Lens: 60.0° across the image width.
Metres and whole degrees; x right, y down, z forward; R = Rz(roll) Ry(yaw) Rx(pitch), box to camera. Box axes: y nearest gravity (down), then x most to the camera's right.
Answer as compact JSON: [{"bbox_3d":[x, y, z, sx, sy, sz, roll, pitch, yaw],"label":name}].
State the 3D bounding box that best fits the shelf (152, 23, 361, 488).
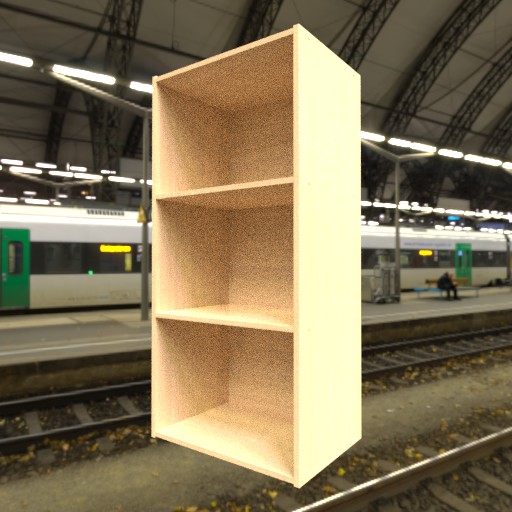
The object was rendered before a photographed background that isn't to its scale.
[{"bbox_3d":[0.000,0.000,1.076,0.417,0.876,0.292,0,-1,36],"label":"shelf"}]
